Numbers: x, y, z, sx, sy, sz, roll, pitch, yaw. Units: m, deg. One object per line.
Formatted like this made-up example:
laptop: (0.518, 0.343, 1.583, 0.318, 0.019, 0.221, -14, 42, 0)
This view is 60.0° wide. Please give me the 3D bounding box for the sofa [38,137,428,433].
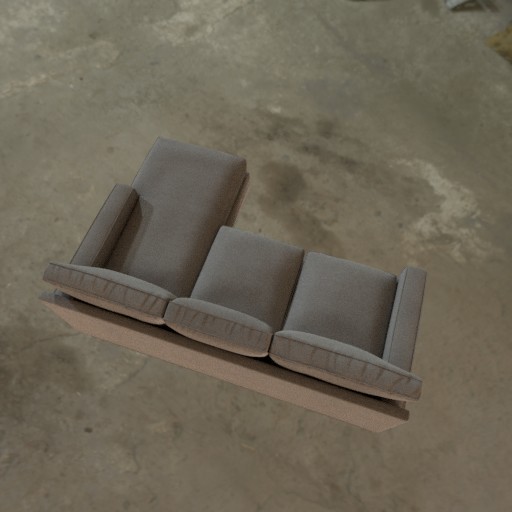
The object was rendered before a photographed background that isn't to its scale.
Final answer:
sofa: (0.000, 0.000, 2.854, 2.087, 0.861, 1.496, 16, 65, 8)
